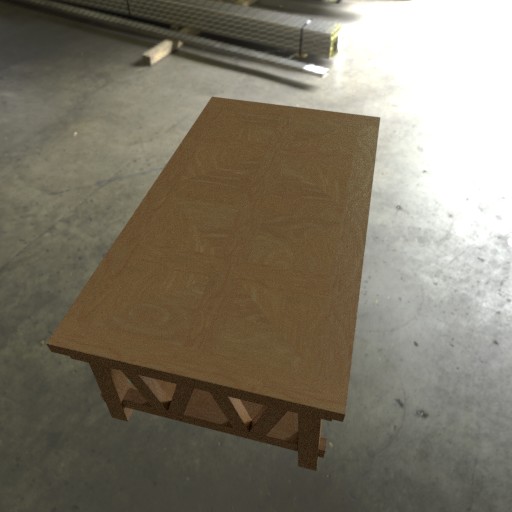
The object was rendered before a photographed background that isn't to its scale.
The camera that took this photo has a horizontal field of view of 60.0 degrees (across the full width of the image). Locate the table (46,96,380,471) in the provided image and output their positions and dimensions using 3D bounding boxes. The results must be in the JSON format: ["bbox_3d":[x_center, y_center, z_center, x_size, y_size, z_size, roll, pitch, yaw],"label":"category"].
[{"bbox_3d":[0.000,0.000,1.604,0.711,0.507,1.270,10,47,10],"label":"table"}]
